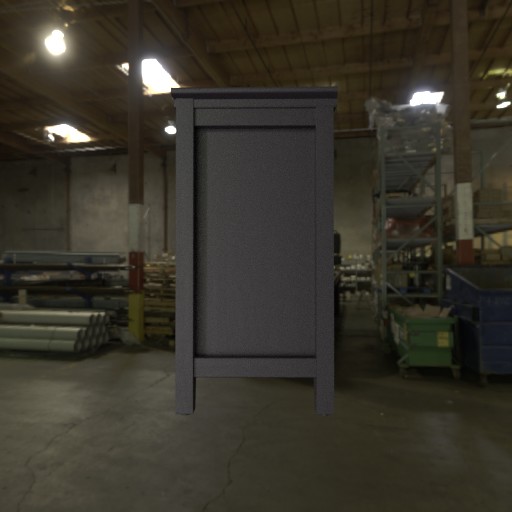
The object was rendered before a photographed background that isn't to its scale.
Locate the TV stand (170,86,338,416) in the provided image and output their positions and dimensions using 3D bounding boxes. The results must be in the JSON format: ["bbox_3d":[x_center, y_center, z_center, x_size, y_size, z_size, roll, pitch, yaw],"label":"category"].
[{"bbox_3d":[0.000,0.000,1.499,0.347,0.681,1.198,0,-1,1],"label":"TV stand"}]
